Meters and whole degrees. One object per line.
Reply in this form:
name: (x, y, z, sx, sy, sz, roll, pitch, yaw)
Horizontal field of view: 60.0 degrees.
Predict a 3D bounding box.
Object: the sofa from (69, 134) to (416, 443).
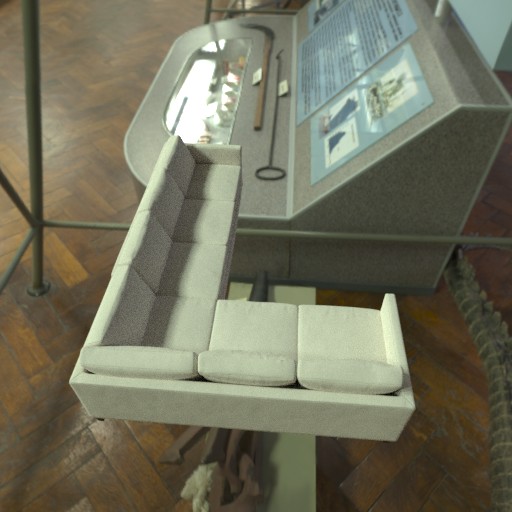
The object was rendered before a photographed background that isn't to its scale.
sofa: (0.000, 0.000, 4.322, 2.432, 0.863, 3.182, 3, 46, 3)
